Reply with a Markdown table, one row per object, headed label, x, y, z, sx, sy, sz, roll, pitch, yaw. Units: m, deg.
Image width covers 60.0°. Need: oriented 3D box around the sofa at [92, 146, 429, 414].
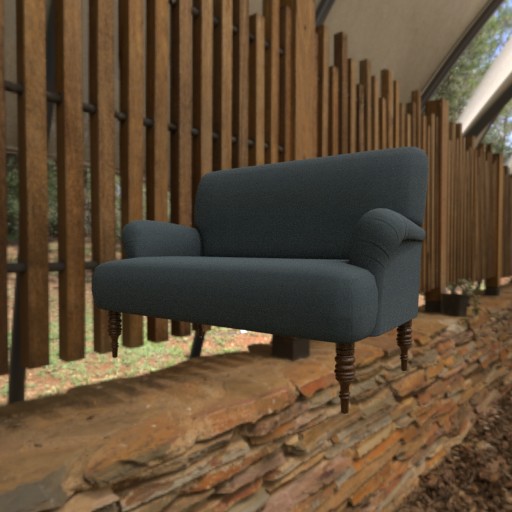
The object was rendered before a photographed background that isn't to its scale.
| label | x | y | z | sx | sy | sz | roll | pitch | yaw |
| --- | --- | --- | --- | --- | --- | --- | --- | --- | --- |
| sofa | 0.000 | 0.000 | 1.839 | 1.297 | 0.889 | 0.779 | 1 | 2 | 36 |
